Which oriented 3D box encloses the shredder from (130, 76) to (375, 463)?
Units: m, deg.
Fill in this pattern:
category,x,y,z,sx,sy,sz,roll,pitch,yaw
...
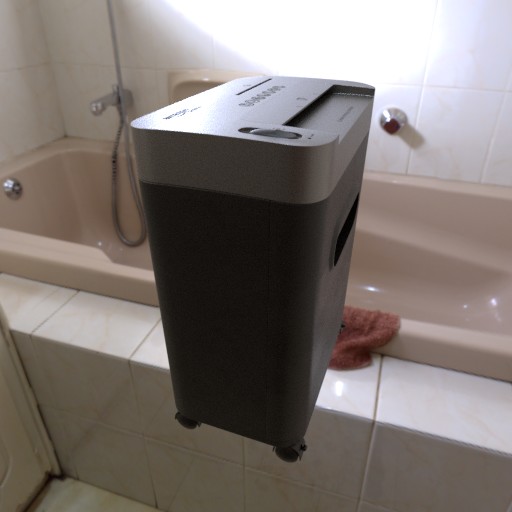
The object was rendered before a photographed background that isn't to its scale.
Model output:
category,x,y,z,sx,sy,sz,roll,pitch,yaw
shredder,0.000,0.000,0.605,0.237,0.419,0.311,11,32,18
